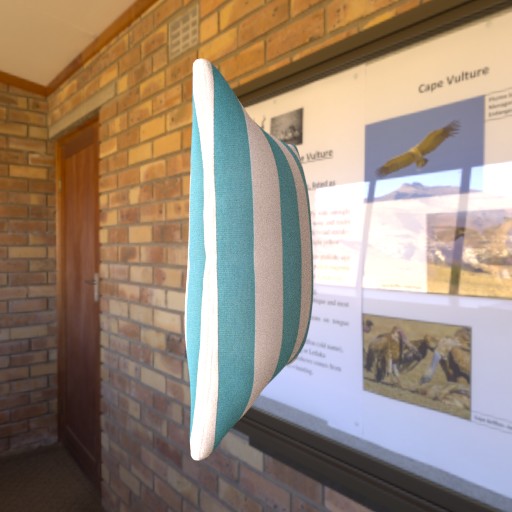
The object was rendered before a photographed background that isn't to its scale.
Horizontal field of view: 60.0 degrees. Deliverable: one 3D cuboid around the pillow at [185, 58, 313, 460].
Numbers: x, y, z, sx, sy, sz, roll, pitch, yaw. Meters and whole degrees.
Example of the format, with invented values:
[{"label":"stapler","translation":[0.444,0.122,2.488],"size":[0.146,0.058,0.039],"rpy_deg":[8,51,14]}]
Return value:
[{"label":"pillow","translation":[0.000,0.000,0.822],"size":[0.189,0.526,0.536],"rpy_deg":[0,1,18]}]
